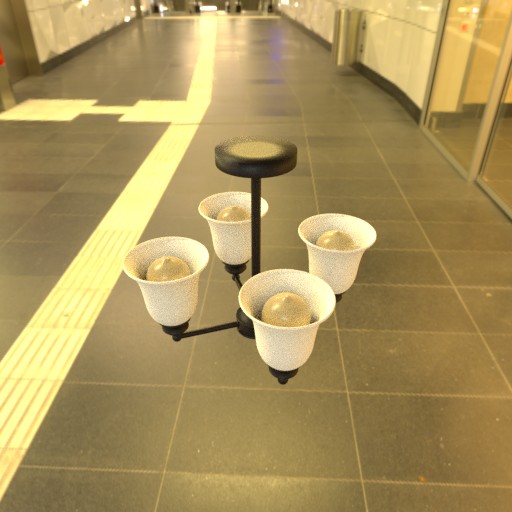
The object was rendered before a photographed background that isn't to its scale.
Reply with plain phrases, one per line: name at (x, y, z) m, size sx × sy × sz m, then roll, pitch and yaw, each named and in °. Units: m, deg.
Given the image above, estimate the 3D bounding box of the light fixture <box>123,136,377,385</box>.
light fixture at (0.000, 0.000, 1.859) m, size 1.069 × 0.925 × 1.069 m, roll -9°, pitch 34°, yaw -14°
